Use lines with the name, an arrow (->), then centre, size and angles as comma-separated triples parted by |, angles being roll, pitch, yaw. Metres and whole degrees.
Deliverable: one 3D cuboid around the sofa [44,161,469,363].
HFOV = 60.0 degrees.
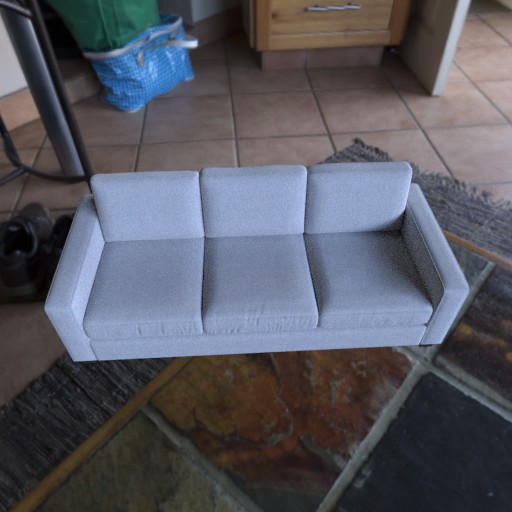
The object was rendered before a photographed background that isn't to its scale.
sofa -> 0.000, 0.000, 2.588 | 2.120, 0.800, 0.900 | -2, 46, -2
